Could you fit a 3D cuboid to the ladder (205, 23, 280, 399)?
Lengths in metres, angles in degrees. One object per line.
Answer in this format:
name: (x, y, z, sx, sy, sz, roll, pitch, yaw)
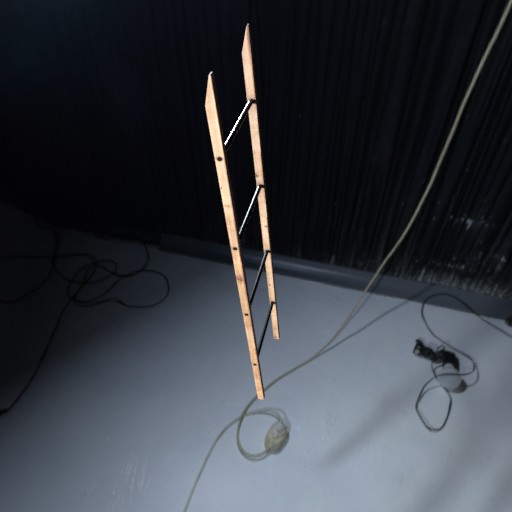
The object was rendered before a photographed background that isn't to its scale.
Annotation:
ladder: (0.000, 0.000, 2.003, 0.200, 1.805, 0.442, 10, 46, 10)
